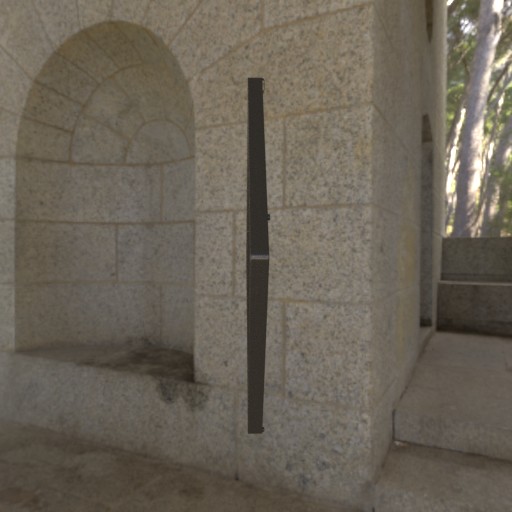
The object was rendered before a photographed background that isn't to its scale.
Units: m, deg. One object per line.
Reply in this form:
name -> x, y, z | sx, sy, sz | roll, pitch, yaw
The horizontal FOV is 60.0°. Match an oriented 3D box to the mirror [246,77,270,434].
mirror -> 0.000, 0.000, 0.846 | 0.032, 0.679, 0.419 | 0, 0, -2
